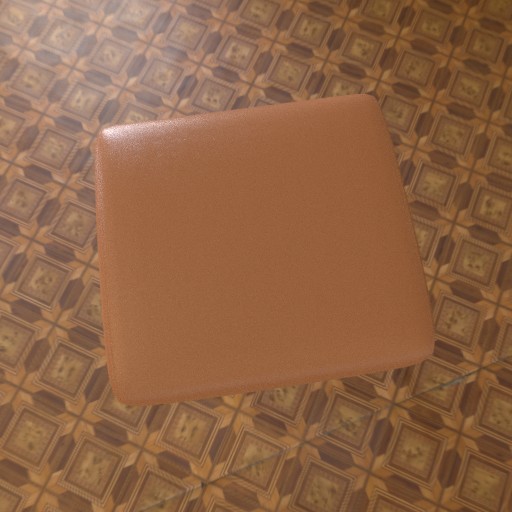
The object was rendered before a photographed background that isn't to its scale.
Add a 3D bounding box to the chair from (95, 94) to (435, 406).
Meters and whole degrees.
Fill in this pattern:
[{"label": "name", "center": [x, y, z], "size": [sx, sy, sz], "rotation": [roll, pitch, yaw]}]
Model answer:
[{"label": "chair", "center": [0.000, 0.000, 0.889], "size": [0.530, 0.410, 0.530], "rotation": [-8, 76, -2]}]
